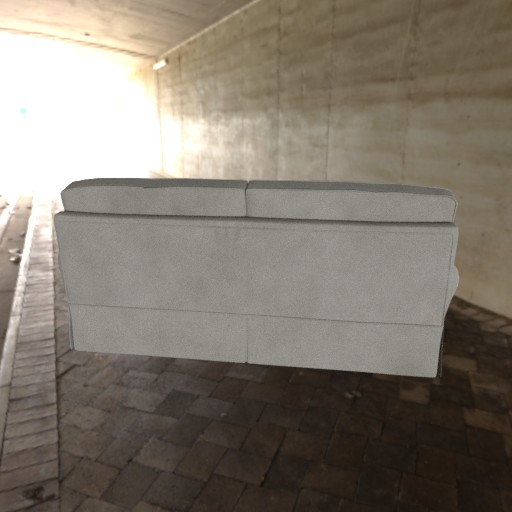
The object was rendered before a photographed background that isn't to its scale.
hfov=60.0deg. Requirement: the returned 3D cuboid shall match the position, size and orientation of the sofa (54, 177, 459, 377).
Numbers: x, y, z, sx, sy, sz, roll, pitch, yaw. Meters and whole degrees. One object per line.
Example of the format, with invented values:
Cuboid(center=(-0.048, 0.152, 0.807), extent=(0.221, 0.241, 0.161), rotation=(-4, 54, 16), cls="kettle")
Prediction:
Cuboid(center=(0.000, 0.000, 2.772), extent=(2.246, 1.014, 0.900), rotation=(2, 17, 8), cls="sofa")
